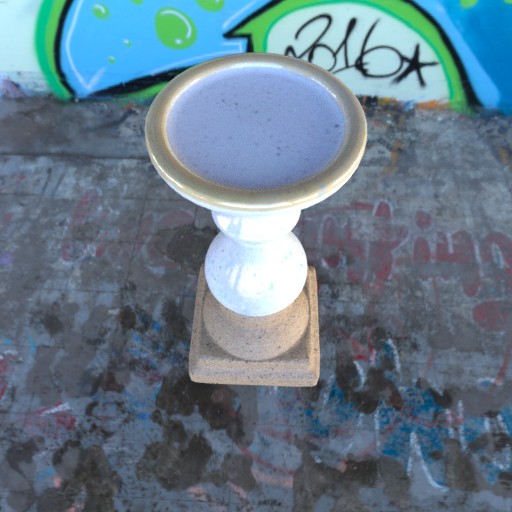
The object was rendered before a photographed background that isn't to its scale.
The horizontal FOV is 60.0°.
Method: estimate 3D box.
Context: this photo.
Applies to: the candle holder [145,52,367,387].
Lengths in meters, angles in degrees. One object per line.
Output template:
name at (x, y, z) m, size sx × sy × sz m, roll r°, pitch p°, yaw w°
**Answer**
candle holder at (0.000, 0.000, 0.303) m, size 0.110 × 0.239 × 0.110 m, roll 2°, pitch 58°, yaw 1°
